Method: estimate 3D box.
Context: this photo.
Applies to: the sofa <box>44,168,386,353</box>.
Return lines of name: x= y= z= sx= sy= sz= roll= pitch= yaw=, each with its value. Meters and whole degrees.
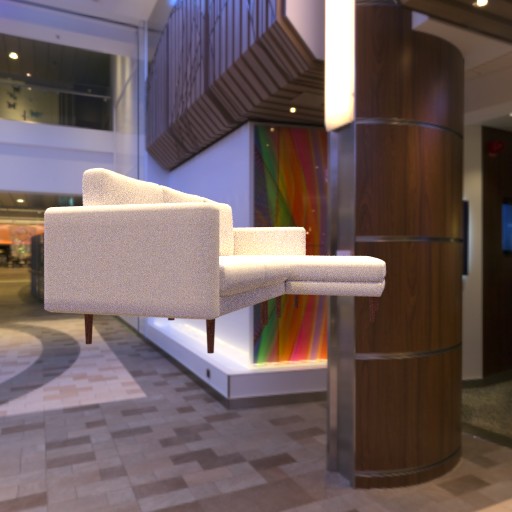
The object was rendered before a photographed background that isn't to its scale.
sofa: x=0.000 y=0.000 z=2.901 sx=1.580 sy=0.899 sz=2.029 roll=0 pitch=0 yaw=18
